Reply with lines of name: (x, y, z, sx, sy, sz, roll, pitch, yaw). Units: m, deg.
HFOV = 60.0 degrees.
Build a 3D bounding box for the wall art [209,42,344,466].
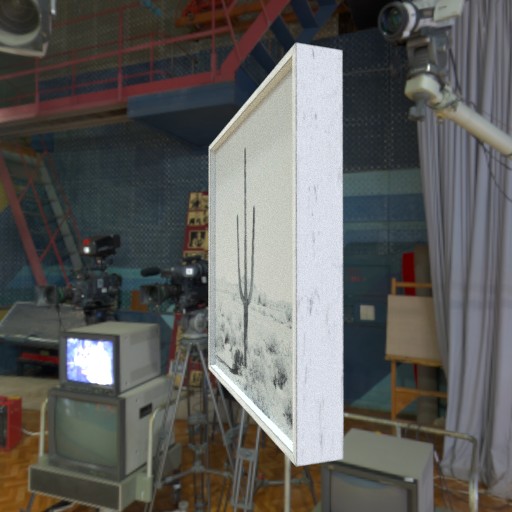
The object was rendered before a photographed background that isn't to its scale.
wall art: (0.000, 0.000, 0.469, 0.038, 0.305, 0.305, 0, -1, -18)
